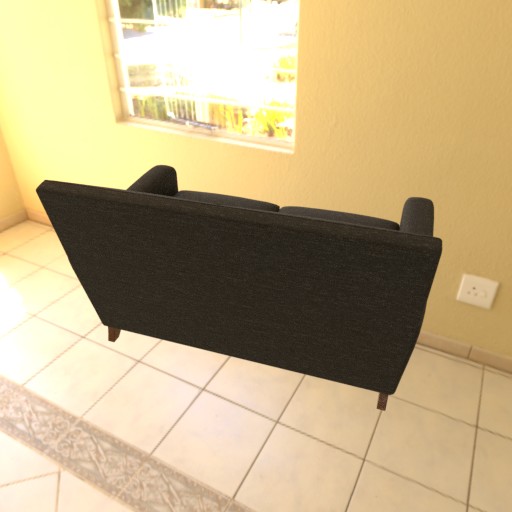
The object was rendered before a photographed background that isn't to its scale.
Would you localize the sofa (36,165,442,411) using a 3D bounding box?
[{"bbox_3d":[0.000,0.000,1.940,1.420,0.846,0.875,10,34,15],"label":"sofa"}]
